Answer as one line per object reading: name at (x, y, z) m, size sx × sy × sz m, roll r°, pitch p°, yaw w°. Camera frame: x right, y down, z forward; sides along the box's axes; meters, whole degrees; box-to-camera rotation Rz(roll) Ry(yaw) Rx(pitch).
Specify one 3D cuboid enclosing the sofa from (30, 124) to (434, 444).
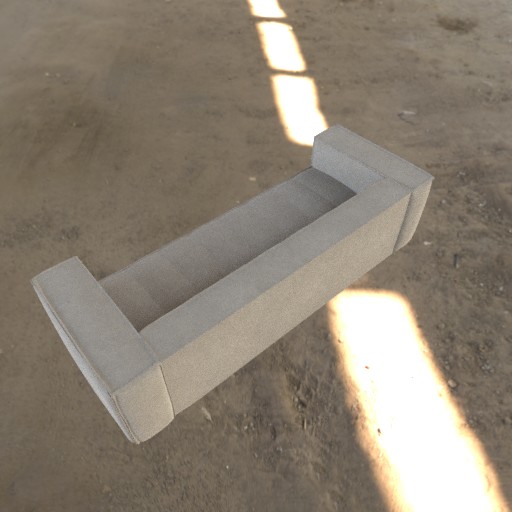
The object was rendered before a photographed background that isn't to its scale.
sofa at (0.000, 0.000, 3.159) m, size 2.697 × 0.680 × 1.038 m, roll -32°, pitch 54°, yaw -27°
